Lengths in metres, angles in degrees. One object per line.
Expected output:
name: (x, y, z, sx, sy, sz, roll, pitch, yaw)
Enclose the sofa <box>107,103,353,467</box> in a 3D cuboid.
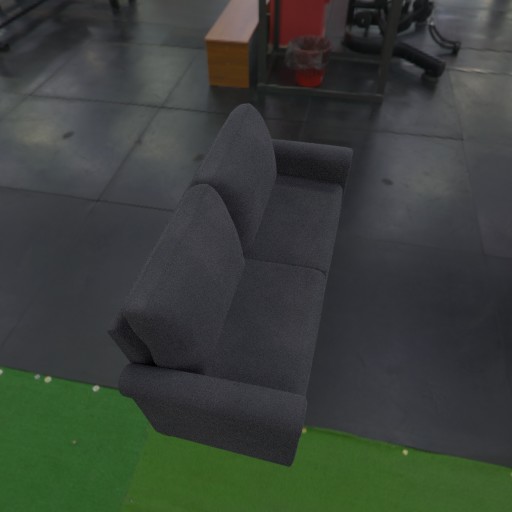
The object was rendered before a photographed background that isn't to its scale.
sofa: (0.000, 0.000, 2.467, 0.842, 0.942, 1.935, 11, 48, 10)
